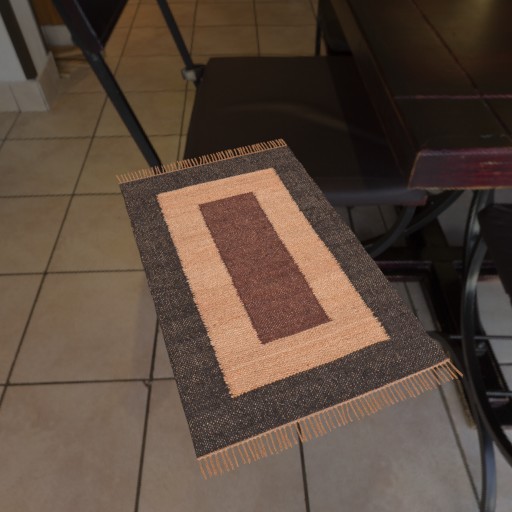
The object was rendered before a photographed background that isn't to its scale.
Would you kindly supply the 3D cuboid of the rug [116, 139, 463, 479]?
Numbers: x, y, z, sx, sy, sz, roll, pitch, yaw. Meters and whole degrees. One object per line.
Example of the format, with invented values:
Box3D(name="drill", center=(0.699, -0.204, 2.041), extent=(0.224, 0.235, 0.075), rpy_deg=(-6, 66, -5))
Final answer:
Box3D(name="rug", center=(0.000, 0.000, 1.869), extent=(0.920, 0.013, 1.541), rpy_deg=(-16, 50, -14))
